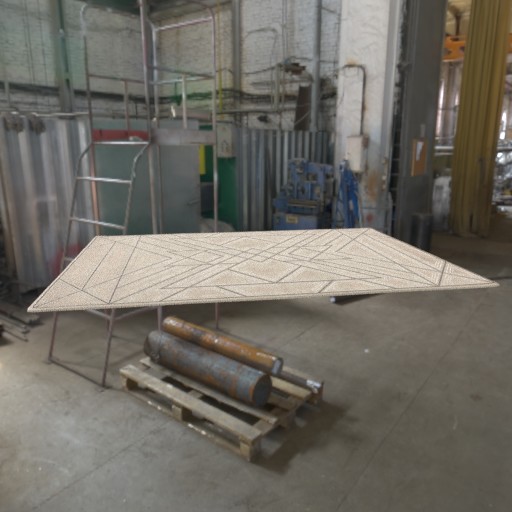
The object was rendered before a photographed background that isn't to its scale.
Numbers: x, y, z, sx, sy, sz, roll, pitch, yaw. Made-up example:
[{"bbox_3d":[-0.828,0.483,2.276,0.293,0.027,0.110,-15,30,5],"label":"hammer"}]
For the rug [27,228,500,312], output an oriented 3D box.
[{"bbox_3d":[0.000,0.000,4.256,3.381,0.026,2.436,-2,14,-9],"label":"rug"}]
